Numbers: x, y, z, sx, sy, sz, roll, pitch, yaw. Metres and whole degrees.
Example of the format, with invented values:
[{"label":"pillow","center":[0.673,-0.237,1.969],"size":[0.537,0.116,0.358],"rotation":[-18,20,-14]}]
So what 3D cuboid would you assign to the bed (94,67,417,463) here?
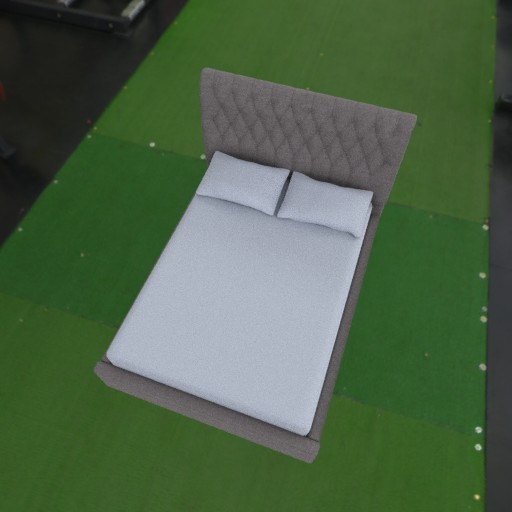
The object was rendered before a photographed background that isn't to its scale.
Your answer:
[{"label":"bed","center":[0.000,0.000,3.298],"size":[1.645,1.371,2.252],"rotation":[17,59,11]}]
